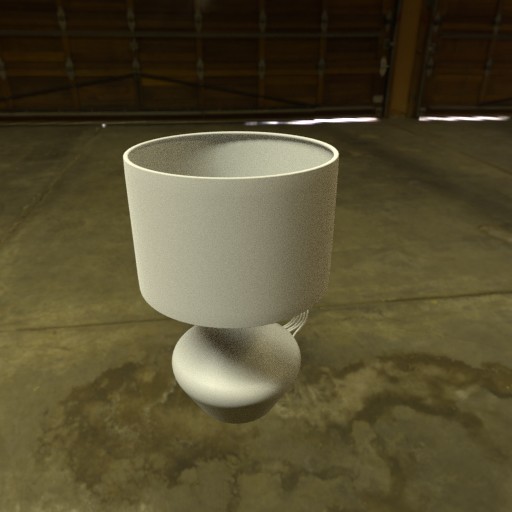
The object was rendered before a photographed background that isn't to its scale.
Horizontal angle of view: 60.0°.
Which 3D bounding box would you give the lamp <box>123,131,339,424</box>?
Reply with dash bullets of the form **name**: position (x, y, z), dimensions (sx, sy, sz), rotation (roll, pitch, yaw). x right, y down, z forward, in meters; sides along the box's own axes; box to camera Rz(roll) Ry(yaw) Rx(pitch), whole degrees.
- **lamp**: position (0.000, 0.000, 0.849), dimensions (0.401, 0.457, 0.546), rotation (18, 31, 33)
